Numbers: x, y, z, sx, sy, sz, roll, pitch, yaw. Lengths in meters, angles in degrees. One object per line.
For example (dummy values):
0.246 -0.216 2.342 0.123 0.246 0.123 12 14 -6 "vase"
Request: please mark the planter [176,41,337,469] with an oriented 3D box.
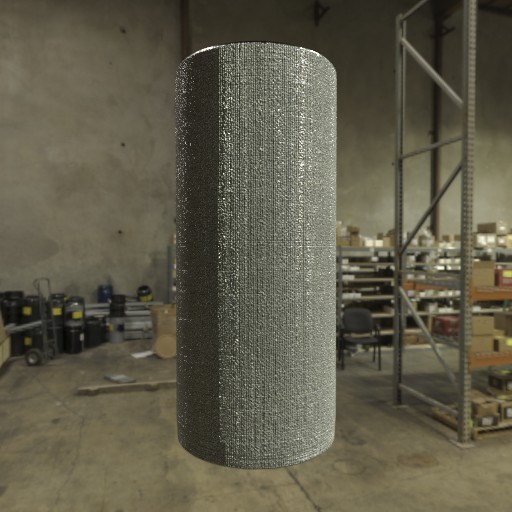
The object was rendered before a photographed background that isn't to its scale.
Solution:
0.000 0.000 0.128 0.045 0.103 0.045 0 1 -17 "planter"
